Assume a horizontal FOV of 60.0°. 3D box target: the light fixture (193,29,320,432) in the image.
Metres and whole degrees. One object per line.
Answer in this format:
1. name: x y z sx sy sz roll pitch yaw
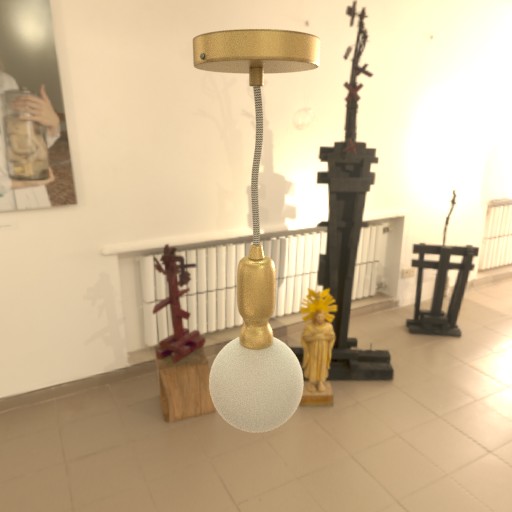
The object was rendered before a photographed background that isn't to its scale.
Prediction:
1. light fixture: 0.000 0.000 0.578 0.147 0.510 0.146 -9 19 -27
